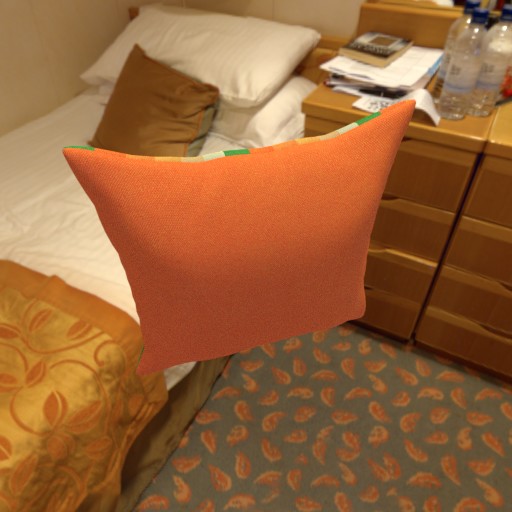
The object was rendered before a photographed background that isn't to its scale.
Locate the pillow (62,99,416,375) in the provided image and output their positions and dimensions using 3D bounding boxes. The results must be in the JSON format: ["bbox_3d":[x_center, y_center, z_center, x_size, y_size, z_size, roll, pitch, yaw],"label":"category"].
[{"bbox_3d":[0.000,0.000,0.691,0.453,0.444,0.169,-12,43,-13],"label":"pillow"}]
